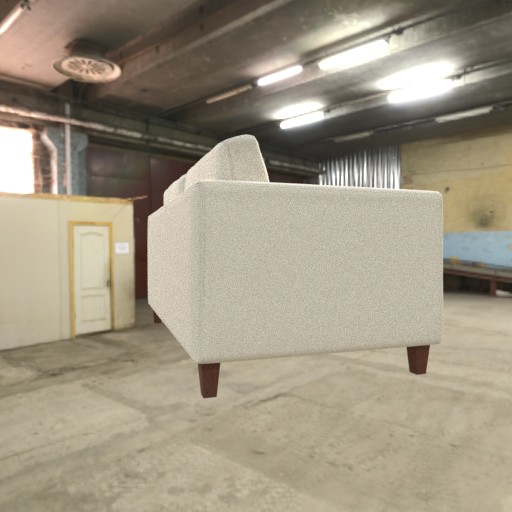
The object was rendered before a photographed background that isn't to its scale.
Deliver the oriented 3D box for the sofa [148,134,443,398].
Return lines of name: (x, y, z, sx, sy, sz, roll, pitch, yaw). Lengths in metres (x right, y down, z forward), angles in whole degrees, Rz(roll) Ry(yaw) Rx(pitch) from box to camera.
sofa: (0.000, 0.000, 2.286, 0.964, 0.888, 1.702, 0, 1, -19)
